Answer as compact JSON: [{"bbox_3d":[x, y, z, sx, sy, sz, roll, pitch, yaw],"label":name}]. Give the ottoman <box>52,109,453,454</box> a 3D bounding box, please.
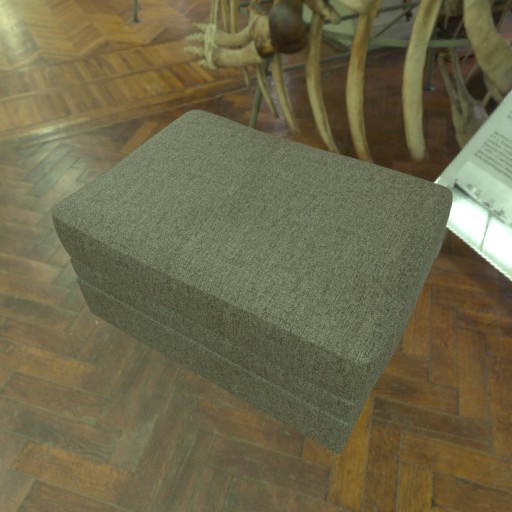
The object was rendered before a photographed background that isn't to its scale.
[{"bbox_3d":[0.000,0.000,1.259,0.885,0.478,0.637,23,51,21],"label":"ottoman"}]
